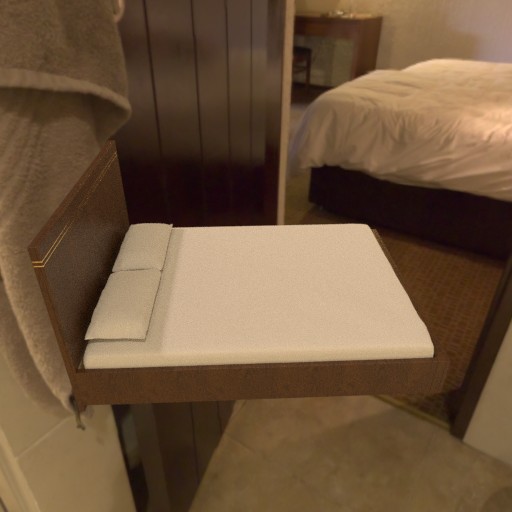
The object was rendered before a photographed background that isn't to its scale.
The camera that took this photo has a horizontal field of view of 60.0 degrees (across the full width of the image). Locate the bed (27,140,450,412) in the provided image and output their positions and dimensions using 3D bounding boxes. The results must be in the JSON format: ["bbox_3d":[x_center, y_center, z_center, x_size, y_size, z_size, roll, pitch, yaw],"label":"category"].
[{"bbox_3d":[0.000,0.000,3.111,2.221,1.169,1.613,-1,32,-2],"label":"bed"}]
